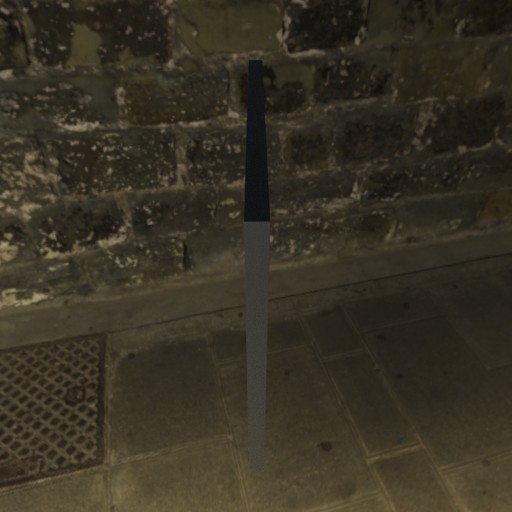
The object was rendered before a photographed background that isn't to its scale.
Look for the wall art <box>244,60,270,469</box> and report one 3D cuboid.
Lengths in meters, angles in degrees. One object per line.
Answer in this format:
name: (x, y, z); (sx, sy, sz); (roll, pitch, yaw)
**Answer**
wall art: (0.000, 0.000, 1.166); (0.038, 0.763, 0.763); (0, 40, 0)
